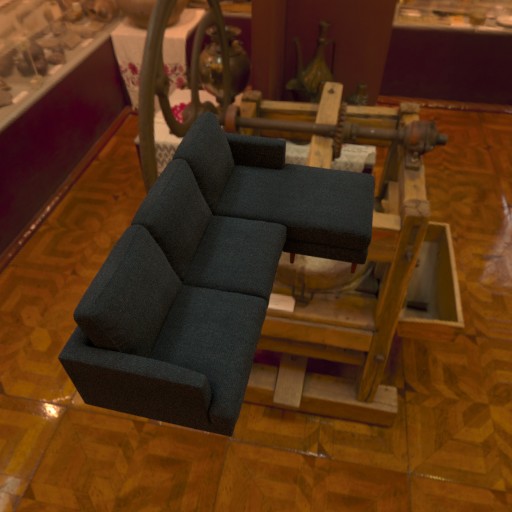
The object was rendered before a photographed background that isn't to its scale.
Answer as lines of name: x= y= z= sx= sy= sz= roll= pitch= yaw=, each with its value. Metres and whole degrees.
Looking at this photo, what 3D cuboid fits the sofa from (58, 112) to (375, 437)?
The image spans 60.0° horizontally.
sofa: x=0.000 y=0.000 z=2.957 sx=1.504 sy=0.956 sz=2.233 roll=9 pitch=47 yaw=9
